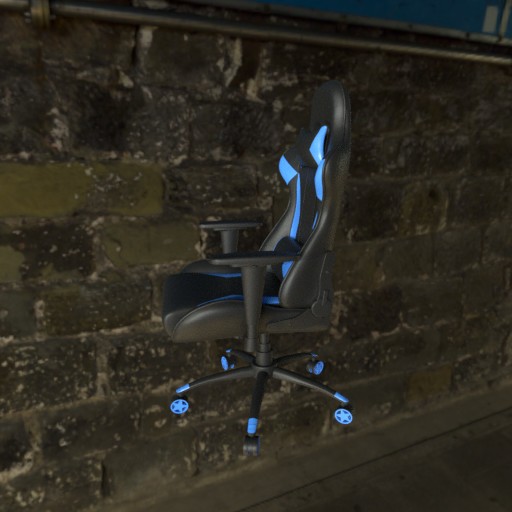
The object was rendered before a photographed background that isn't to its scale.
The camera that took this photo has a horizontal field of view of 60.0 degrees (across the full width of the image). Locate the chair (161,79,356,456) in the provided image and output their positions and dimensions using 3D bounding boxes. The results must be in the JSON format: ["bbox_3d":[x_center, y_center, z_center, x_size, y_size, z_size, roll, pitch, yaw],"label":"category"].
[{"bbox_3d":[0.000,0.000,1.718,0.730,1.282,0.695,-3,15,-10],"label":"chair"}]
